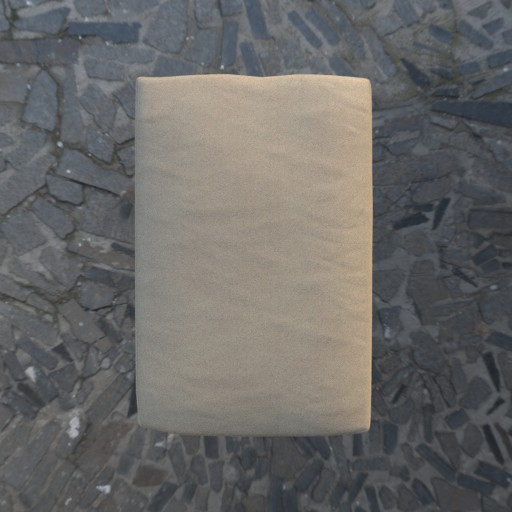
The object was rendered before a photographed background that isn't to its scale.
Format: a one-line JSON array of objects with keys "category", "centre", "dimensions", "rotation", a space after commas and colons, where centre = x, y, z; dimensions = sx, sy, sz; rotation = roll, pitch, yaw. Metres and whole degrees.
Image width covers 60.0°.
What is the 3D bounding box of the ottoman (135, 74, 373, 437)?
[{"category": "ottoman", "centre": [0.000, 0.000, 1.210], "dimensions": [0.590, 0.444, 0.872], "rotation": [0, 91, 1]}]
